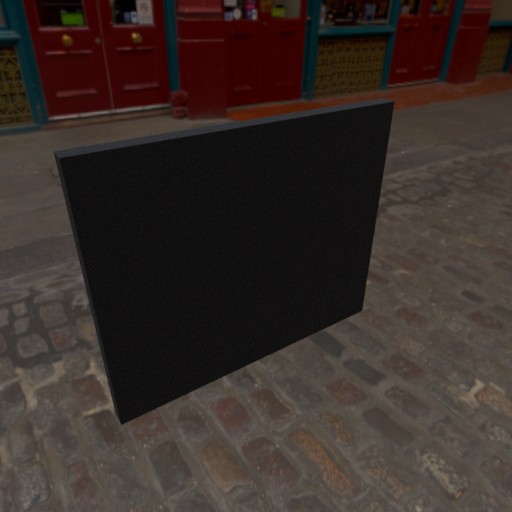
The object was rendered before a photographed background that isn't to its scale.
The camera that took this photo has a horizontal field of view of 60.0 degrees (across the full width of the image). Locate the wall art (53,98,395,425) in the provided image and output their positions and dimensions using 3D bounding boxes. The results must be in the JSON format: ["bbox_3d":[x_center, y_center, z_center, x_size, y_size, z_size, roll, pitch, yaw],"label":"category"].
[{"bbox_3d":[0.000,0.000,0.765,0.558,0.457,0.031,-19,35,-28],"label":"wall art"}]
